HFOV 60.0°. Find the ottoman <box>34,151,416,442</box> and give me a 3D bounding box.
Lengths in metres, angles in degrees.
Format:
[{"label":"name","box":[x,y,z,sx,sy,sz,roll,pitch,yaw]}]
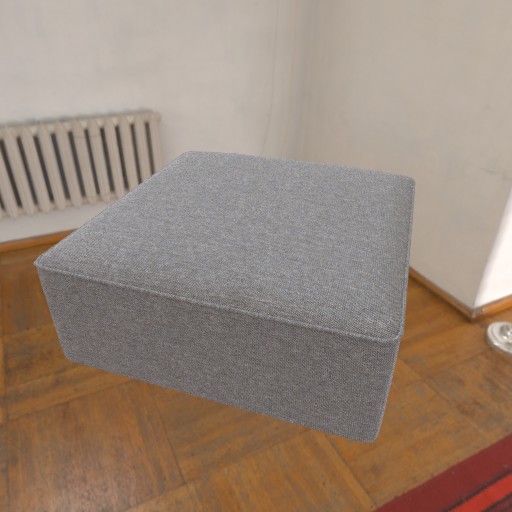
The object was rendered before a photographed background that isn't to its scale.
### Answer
[{"label":"ottoman","box":[0.000,0.000,1.584,1.005,0.455,1.005,10,34,16]}]
